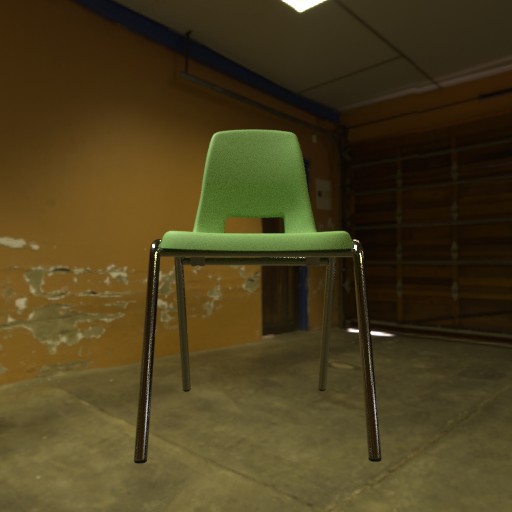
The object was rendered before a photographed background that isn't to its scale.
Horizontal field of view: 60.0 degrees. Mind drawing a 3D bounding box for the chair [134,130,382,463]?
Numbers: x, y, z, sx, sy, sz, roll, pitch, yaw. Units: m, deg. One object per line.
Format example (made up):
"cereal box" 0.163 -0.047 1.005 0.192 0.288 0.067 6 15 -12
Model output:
"chair" 0.000 0.000 0.902 0.381 0.653 0.436 0 -2 -1
